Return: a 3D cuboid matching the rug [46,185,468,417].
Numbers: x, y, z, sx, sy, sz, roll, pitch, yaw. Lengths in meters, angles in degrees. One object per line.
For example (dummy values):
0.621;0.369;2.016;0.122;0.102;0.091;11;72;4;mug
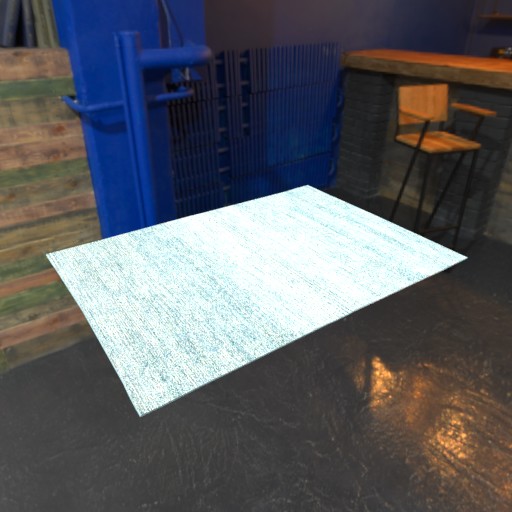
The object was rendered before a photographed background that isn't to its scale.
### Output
0.000;0.000;2.903;2.260;0.026;1.611;-19;35;-29;rug
